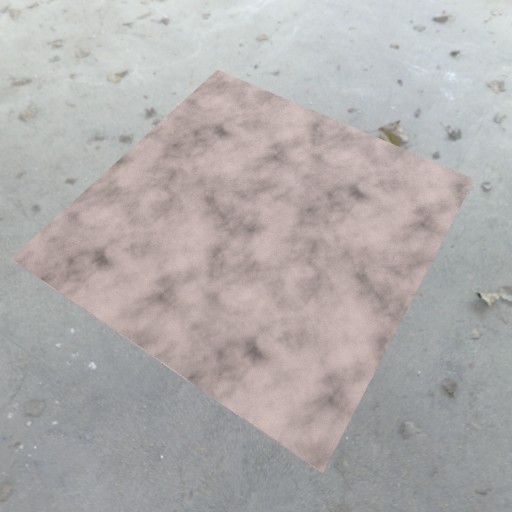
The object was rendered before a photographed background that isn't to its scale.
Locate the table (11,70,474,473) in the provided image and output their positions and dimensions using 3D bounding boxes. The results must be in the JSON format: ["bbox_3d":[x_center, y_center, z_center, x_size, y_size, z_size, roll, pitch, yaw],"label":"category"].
[{"bbox_3d":[0.000,0.000,1.018,0.670,0.305,0.670,29,63,16],"label":"table"}]
